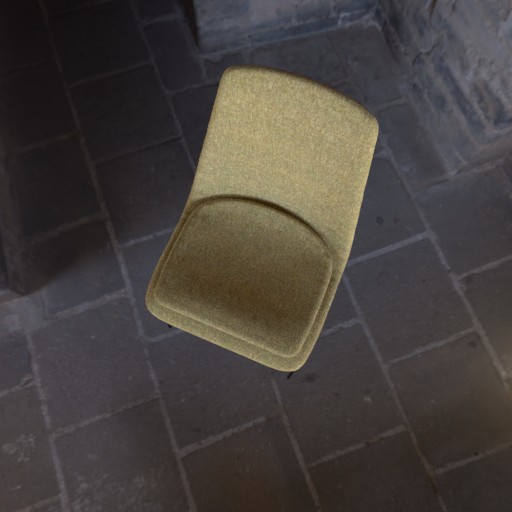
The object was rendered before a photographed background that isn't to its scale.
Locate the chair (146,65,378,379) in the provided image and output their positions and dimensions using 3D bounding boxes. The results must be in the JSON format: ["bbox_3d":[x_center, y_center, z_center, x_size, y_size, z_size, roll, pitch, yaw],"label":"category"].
[{"bbox_3d":[0.000,0.000,1.163,0.479,0.849,0.496,22,76,6],"label":"chair"}]
